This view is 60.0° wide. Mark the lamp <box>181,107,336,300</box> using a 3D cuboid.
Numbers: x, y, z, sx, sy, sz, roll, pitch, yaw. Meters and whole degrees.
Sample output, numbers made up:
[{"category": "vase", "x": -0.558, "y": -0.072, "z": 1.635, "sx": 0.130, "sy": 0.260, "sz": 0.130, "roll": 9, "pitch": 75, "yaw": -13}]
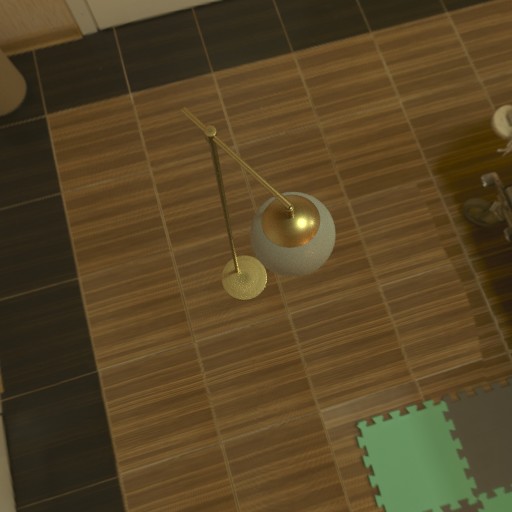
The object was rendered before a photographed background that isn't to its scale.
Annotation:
[{"category": "lamp", "x": 0.000, "y": 0.000, "z": 1.710, "sx": 0.476, "sy": 1.505, "sz": 0.249, "roll": 44, "pitch": 80, "yaw": 10}]
